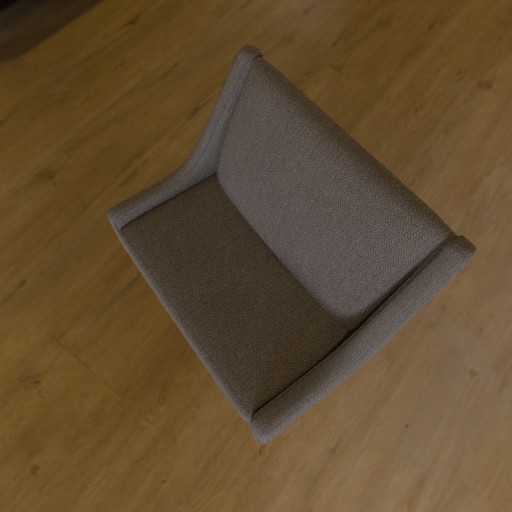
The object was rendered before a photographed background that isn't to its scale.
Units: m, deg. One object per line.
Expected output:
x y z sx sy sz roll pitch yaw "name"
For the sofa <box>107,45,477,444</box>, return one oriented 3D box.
0.000 0.000 1.933 0.873 1.022 1.242 -33 67 -16 "sofa"
